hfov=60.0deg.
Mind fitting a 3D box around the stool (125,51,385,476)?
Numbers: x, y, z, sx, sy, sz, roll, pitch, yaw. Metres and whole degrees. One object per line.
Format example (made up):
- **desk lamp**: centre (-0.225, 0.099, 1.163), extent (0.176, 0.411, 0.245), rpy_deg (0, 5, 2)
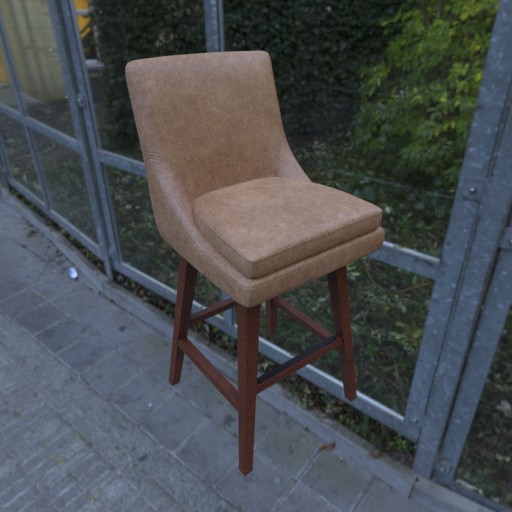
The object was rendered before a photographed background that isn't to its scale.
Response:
- **stool**: centre (0.000, 0.000, 1.339), extent (0.487, 1.079, 0.572), rpy_deg (-21, 36, -32)
